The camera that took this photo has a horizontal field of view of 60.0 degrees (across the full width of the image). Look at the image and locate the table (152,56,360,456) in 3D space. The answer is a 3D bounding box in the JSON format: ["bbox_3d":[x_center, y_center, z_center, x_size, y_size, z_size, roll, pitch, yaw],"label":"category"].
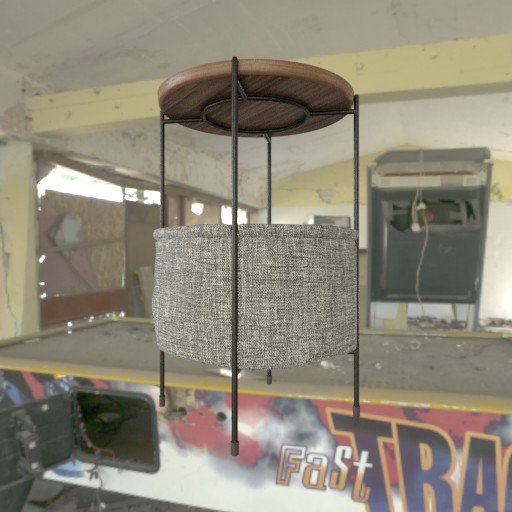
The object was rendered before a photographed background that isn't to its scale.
[{"bbox_3d":[0.000,0.000,0.890,0.400,0.623,0.400,0,0,-35],"label":"table"}]
